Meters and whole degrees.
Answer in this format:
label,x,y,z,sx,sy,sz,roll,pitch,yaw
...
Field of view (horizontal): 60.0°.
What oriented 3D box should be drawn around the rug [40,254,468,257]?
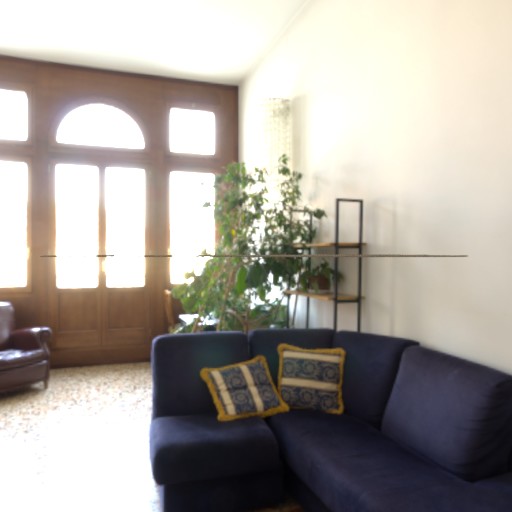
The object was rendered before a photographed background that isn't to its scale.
label,x,y,z,sx,sy,sz,roll,pitch,yaw
rug,0.000,0.000,4.287,3.359,0.020,2.448,0,0,35
